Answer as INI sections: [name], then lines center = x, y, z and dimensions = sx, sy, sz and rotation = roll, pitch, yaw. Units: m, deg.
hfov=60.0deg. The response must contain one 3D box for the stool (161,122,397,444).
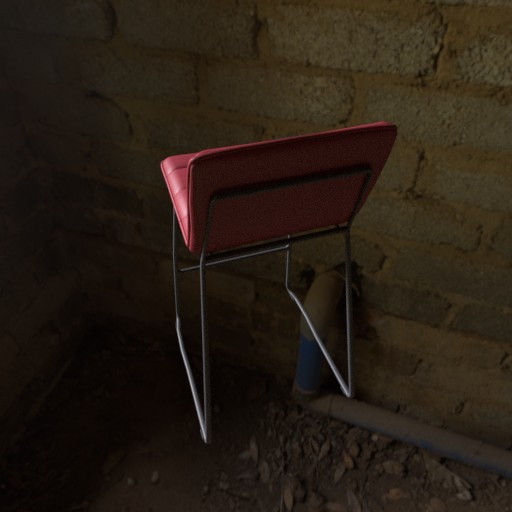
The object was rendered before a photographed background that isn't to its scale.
[stool]
center = 0.000, 0.000, 1.223
dimensions = 0.489, 0.937, 0.524
rotation = -13, 43, -14
